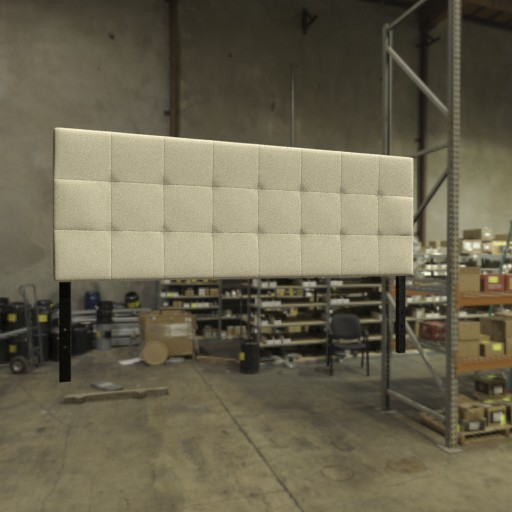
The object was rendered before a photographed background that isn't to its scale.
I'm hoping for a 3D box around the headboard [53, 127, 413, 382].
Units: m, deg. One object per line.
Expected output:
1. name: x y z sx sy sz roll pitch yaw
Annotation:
1. headboard: 0.000 0.000 2.827 2.362 1.410 0.120 0 0 -19
